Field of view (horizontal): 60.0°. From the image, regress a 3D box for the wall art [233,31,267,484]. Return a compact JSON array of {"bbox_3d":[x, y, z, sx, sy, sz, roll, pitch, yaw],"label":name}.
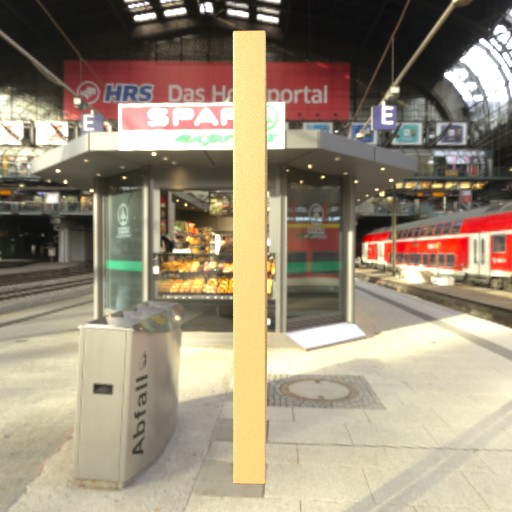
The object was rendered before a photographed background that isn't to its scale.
[{"bbox_3d":[0.000,0.000,0.751,0.036,0.509,0.509,0,1,2],"label":"wall art"}]
